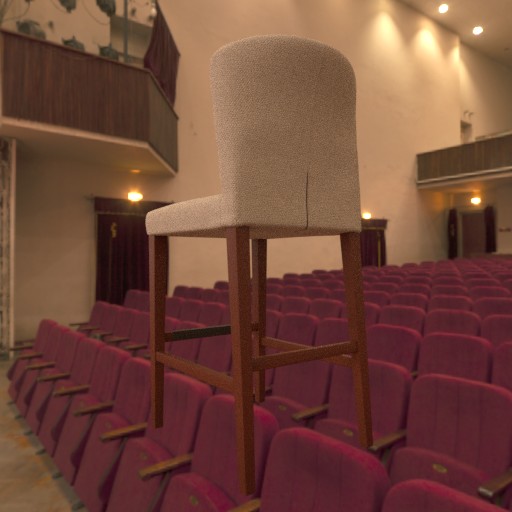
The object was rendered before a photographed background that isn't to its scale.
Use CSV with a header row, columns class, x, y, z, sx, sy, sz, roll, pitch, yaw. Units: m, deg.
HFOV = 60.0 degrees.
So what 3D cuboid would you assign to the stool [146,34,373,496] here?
class,x,y,z,sx,sy,sz,roll,pitch,yaw
stool,0.000,0.000,1.320,0.481,1.069,0.568,0,0,-37
